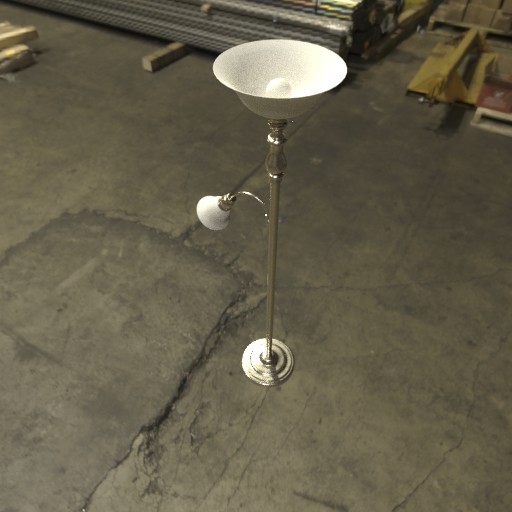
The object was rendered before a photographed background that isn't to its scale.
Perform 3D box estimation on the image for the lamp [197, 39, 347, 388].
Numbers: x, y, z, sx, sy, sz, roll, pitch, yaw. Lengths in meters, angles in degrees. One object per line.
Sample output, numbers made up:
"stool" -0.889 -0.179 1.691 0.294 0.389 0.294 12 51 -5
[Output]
"lamp" 0.000 0.000 2.029 0.575 1.785 0.405 24 51 21
